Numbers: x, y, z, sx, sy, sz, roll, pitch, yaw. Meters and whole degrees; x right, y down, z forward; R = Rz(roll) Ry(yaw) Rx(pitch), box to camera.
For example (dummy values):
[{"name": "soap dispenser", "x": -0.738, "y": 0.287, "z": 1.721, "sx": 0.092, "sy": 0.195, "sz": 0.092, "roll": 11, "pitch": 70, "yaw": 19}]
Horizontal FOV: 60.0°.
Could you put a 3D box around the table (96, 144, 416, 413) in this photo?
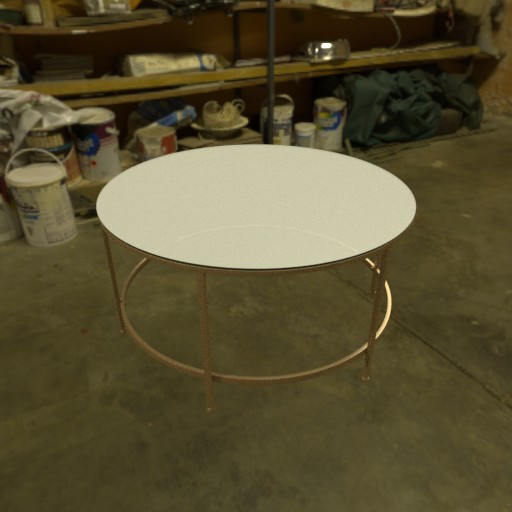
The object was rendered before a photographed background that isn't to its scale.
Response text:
[{"name": "table", "x": 0.000, "y": 0.000, "z": 1.445, "sx": 0.914, "sy": 0.470, "sz": 0.914, "roll": 0, "pitch": 30, "yaw": 0}]
